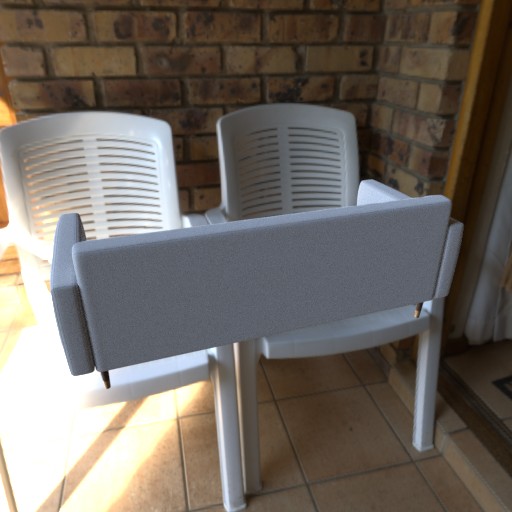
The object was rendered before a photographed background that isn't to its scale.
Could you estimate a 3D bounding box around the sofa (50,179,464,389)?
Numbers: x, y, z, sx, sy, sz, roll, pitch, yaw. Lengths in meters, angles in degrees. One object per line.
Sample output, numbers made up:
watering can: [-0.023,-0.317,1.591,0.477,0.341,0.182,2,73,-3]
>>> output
sofa: [0.000,0.000,2.745,2.291,0.821,0.990,-9,28,-17]
